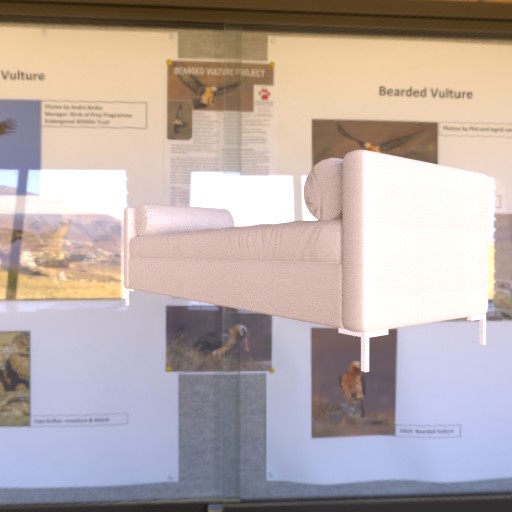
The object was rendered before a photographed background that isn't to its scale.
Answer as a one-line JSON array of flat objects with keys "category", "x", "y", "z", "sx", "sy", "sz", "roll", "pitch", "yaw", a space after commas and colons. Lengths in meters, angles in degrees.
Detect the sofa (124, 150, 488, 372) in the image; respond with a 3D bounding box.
[{"category": "sofa", "x": 0.000, "y": 0.000, "z": 2.224, "sx": 0.686, "sy": 0.635, "sz": 1.981, "roll": 0, "pitch": 0, "yaw": -35}]
